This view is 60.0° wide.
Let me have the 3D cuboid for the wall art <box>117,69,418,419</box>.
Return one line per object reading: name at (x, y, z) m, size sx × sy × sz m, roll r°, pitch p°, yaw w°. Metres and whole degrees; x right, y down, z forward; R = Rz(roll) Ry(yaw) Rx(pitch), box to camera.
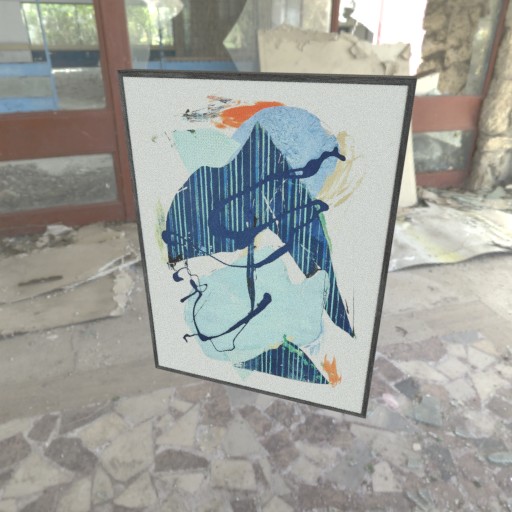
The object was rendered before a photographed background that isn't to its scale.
wall art at (0.000, 0.000, 1.327) m, size 0.762 × 1.016 × 0.063 m, roll 9°, pitch 28°, yaw 16°
